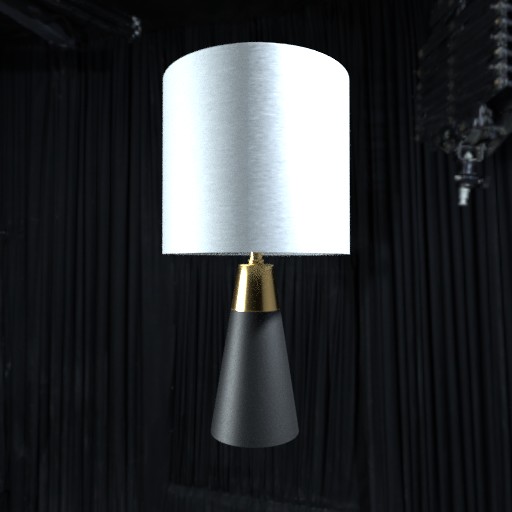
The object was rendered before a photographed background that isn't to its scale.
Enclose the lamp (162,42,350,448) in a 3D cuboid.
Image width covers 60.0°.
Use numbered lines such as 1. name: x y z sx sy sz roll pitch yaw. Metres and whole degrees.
1. lamp: 0.000 0.000 0.744 0.308 0.580 0.308 0 -1 16
